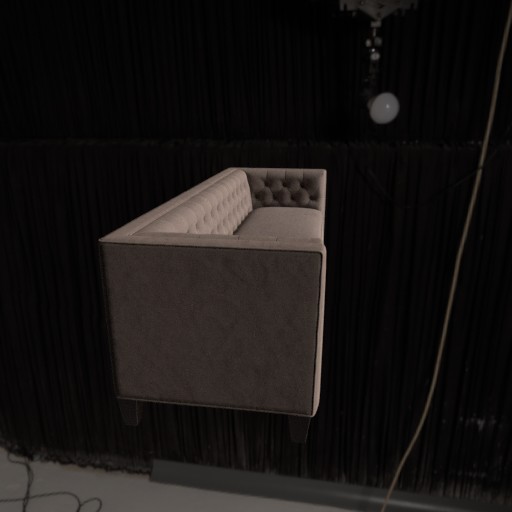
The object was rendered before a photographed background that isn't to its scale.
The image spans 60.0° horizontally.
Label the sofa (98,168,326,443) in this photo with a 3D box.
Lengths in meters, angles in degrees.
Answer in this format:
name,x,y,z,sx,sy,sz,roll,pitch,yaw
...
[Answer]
name,x,y,z,sx,sy,sz,roll,pitch,yaw
sofa,0.000,0.000,2.569,0.775,0.762,2.159,3,18,8
